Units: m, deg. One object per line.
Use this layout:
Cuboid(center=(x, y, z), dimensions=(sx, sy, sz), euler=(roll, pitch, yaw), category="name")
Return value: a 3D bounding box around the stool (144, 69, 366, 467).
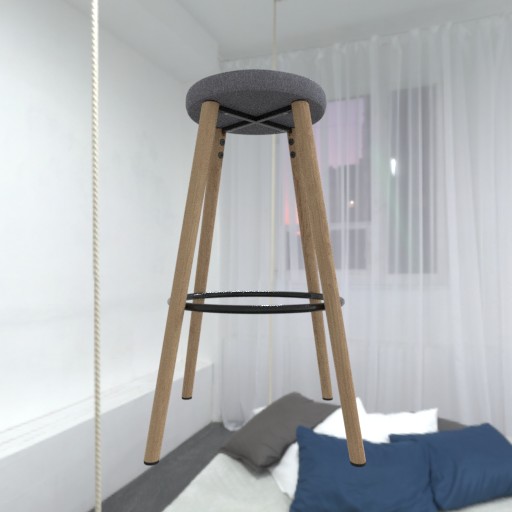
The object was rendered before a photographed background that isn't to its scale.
Cuboid(center=(0.000, 0.000, 1.015), dimensions=(0.410, 0.770, 0.410), euler=(0, -1, 1), category="stool")
